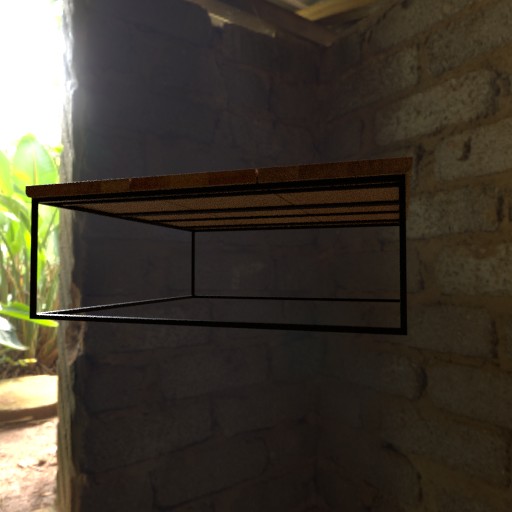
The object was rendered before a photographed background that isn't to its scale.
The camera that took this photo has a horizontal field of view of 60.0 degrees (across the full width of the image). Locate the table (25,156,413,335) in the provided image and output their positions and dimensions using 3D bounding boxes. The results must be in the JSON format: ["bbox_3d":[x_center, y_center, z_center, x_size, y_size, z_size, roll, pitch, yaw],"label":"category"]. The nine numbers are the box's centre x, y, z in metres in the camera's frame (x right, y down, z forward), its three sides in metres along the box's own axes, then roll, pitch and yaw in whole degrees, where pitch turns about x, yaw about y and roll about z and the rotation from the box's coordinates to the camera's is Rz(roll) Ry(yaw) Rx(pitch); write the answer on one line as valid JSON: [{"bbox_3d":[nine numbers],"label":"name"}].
[{"bbox_3d":[0.000,0.000,1.677,1.100,0.400,1.100,-1,-2,18],"label":"table"}]
